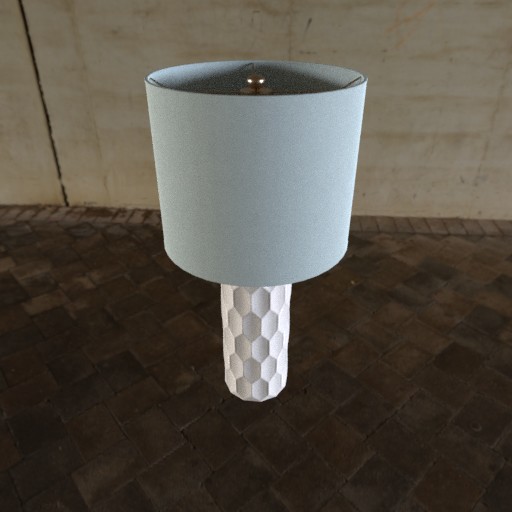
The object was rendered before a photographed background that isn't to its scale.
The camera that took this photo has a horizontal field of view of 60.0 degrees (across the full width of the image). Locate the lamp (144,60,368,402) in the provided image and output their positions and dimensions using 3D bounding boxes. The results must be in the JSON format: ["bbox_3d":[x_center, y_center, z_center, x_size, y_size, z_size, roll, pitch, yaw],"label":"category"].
[{"bbox_3d":[0.000,0.000,0.697,0.277,0.534,0.277,21,36,31],"label":"lamp"}]
